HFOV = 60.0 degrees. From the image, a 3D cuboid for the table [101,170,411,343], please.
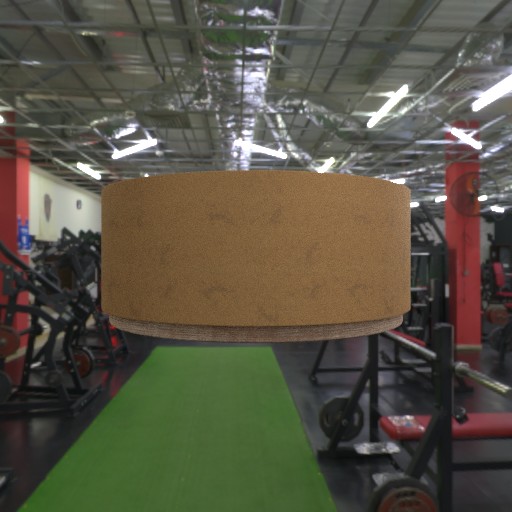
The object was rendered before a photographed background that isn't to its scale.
[{"bbox_3d":[0.000,0.000,1.519,1.001,0.409,1.001,0,0,0],"label":"table"}]
